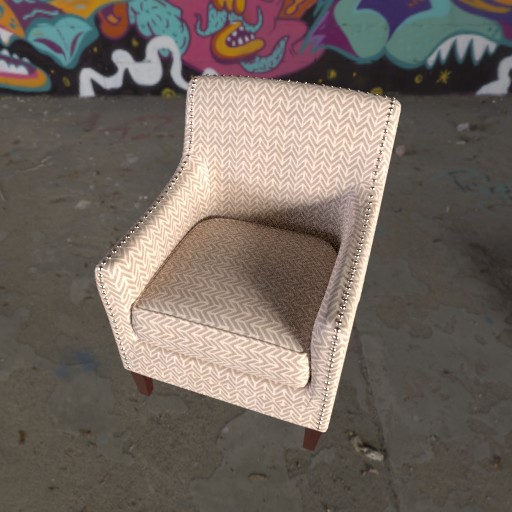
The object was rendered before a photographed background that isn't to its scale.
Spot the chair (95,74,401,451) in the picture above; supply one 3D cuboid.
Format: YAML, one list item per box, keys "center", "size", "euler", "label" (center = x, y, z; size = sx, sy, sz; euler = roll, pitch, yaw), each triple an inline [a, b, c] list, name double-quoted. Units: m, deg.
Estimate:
- center: [0.000, 0.000, 1.296]
  size: [0.623, 0.816, 0.651]
  euler: [13, 42, 15]
  label: "chair"
